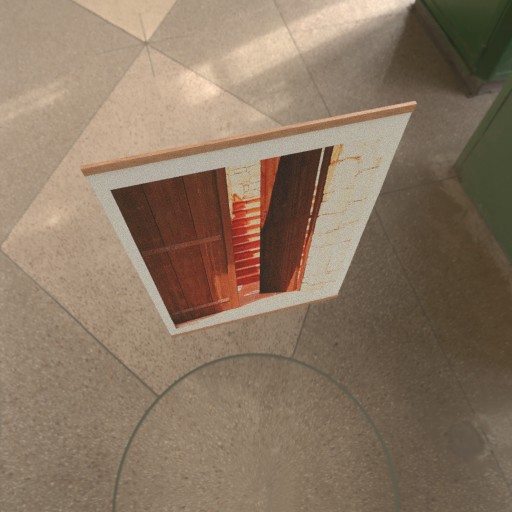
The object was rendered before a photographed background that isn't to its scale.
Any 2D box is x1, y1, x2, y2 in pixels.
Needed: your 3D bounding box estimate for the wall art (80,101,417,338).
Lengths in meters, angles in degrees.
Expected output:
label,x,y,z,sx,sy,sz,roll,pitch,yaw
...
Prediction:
label,x,y,z,sx,sy,sz,roll,pitch,yaw
wall art,0.000,0.000,1.973,1.019,1.527,0.019,-13,63,-7
